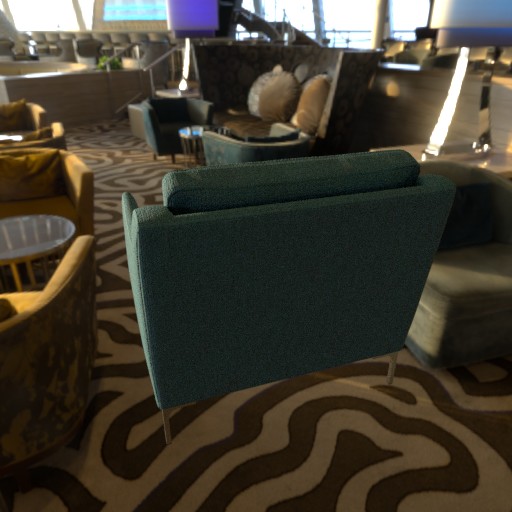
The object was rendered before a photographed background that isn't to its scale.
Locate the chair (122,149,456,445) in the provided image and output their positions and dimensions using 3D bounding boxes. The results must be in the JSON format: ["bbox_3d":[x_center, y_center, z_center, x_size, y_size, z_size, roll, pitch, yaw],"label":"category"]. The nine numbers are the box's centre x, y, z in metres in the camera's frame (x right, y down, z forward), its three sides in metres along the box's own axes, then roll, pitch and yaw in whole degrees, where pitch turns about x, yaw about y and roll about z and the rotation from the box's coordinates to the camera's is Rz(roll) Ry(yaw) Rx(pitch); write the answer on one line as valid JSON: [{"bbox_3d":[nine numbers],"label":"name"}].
[{"bbox_3d":[0.000,0.000,1.532,0.847,0.828,0.849,-9,28,-17],"label":"chair"}]
